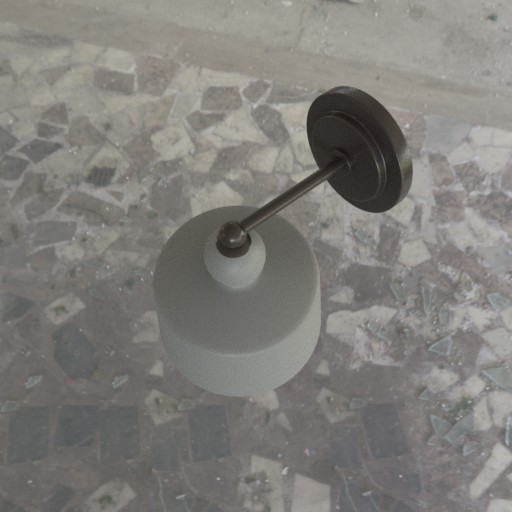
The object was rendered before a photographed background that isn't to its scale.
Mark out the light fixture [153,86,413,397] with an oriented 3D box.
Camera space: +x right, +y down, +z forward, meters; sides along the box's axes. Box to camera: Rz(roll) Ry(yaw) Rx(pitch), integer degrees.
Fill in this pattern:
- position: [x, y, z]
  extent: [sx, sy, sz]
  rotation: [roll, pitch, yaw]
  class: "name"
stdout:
- position: [0.000, 0.000, 0.452]
  extent: [0.254, 0.268, 0.204]
  rotation: [-35, 68, -16]
  class: "light fixture"
